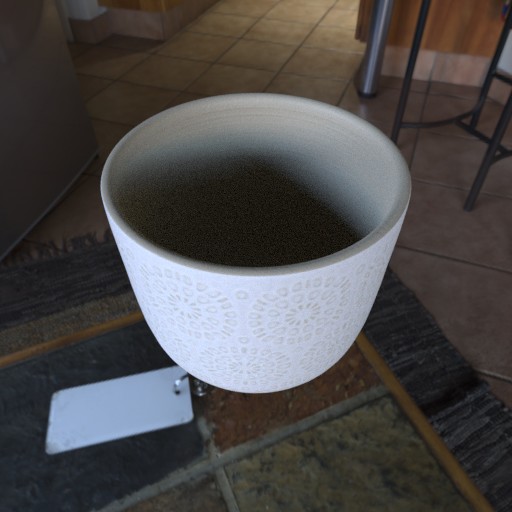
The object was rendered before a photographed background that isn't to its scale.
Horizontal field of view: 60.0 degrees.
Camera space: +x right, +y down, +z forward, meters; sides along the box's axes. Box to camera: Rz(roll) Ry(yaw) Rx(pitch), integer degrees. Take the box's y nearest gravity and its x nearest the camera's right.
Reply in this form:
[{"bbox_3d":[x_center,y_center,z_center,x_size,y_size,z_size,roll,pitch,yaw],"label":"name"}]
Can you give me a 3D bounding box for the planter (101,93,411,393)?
[{"bbox_3d":[0.000,0.000,0.303,0.170,0.152,0.170,0,46,0],"label":"planter"}]
